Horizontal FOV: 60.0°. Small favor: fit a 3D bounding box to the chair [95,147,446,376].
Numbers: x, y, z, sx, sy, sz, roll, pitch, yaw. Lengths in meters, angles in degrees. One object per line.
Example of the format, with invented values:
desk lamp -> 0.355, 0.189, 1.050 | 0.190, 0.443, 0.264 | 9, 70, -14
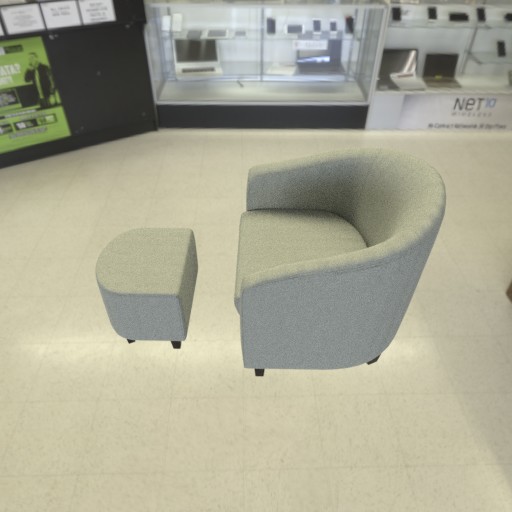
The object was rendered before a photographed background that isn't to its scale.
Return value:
chair -> 0.000, 0.000, 1.776 | 1.288, 0.757, 0.756 | 1, 41, 1
